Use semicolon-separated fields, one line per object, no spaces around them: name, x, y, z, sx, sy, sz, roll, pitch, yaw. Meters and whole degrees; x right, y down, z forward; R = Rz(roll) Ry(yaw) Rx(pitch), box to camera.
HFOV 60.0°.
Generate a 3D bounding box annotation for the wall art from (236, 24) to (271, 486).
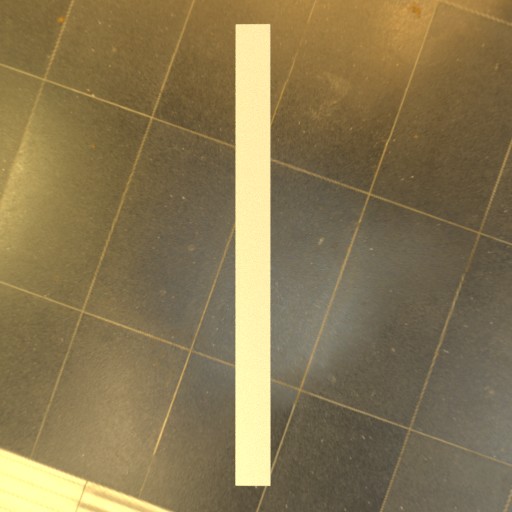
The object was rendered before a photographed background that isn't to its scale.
wall art;0.000;0.000;0.739;0.038;0.505;0.506;0;89;1
